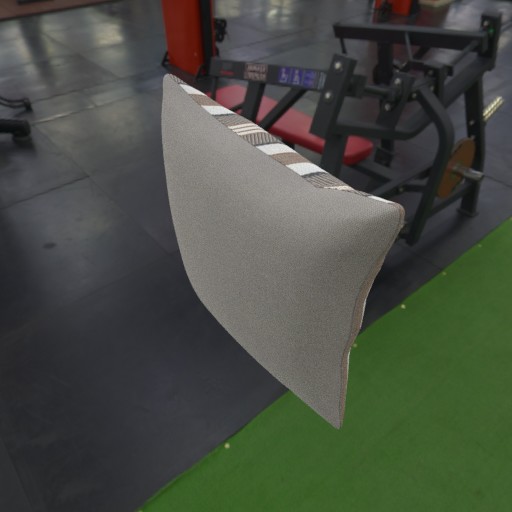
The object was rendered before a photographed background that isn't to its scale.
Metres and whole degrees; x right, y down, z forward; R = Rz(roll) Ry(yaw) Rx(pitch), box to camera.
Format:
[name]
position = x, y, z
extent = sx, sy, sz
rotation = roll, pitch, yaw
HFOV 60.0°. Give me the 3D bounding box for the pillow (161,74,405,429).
[pillow]
position = 0.000, 0.000, 0.635
extent = 0.173, 0.401, 0.416
rotation = -27, 48, -27
